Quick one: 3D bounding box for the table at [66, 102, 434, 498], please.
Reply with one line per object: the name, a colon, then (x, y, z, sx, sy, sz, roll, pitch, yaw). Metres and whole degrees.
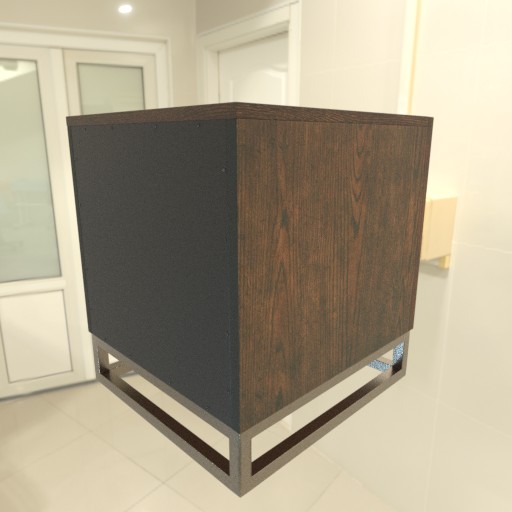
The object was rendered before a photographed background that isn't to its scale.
table: (0.000, 0.000, 0.971, 0.566, 0.582, 0.506, -14, 20, -43)
